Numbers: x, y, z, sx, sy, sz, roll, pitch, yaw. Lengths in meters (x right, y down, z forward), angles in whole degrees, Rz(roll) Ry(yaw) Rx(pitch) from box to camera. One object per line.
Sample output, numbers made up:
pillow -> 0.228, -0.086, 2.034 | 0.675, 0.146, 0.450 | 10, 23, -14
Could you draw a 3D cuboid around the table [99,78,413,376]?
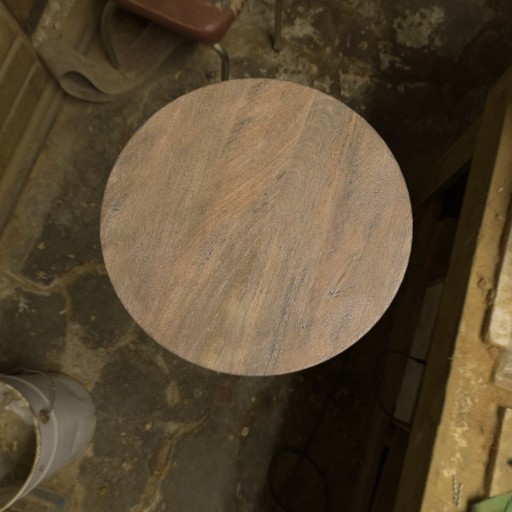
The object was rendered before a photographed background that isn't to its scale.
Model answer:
table -> 0.000, 0.000, 0.792 | 0.405, 0.454, 0.405 | 0, 76, 0
